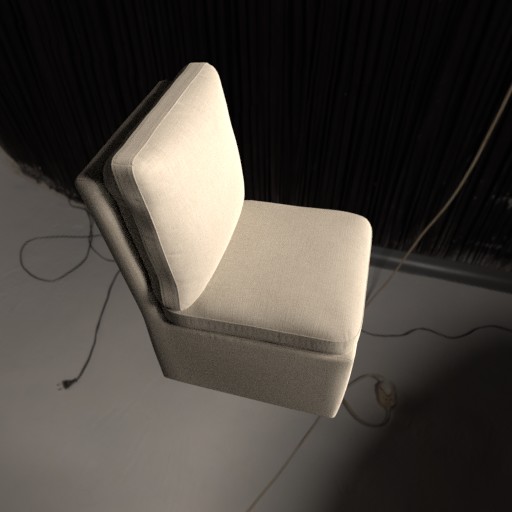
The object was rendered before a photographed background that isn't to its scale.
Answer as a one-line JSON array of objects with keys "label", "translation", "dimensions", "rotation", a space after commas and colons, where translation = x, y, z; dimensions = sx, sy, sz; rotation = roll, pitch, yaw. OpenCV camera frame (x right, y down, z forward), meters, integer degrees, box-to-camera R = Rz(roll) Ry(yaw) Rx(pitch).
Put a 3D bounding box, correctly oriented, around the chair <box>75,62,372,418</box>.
[{"label": "chair", "translation": [0.000, 0.000, 1.329], "dimensions": [0.698, 0.927, 0.503], "rotation": [11, 48, 10]}]
